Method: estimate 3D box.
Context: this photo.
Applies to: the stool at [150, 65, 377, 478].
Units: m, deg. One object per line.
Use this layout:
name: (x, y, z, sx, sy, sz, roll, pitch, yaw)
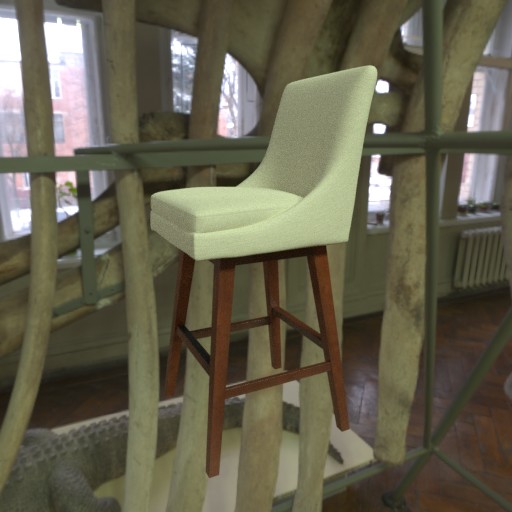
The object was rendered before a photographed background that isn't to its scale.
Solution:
stool: (0.000, 0.000, 1.389, 0.559, 1.097, 0.470, -7, 16, -25)
